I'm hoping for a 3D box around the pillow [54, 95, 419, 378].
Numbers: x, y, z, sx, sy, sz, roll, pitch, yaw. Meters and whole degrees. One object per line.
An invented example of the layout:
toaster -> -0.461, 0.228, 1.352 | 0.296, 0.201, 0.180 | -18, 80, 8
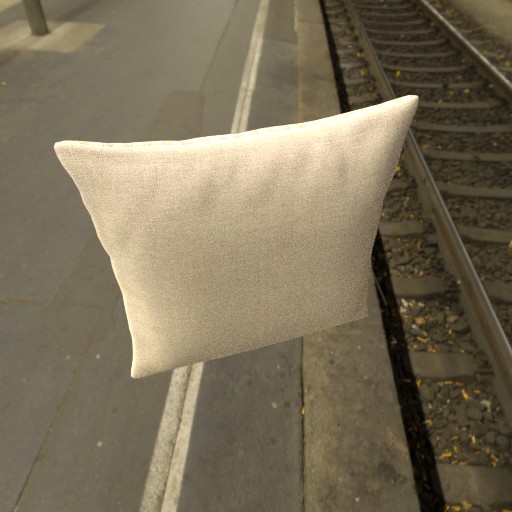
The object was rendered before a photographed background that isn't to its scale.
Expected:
pillow -> 0.000, 0.000, 0.772 | 0.523, 0.510, 0.166 | -12, 42, -13
